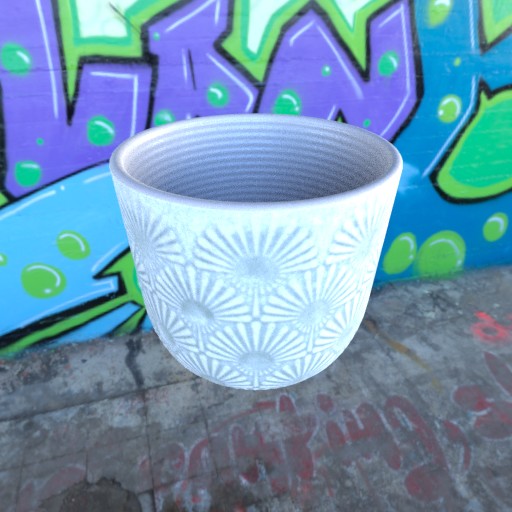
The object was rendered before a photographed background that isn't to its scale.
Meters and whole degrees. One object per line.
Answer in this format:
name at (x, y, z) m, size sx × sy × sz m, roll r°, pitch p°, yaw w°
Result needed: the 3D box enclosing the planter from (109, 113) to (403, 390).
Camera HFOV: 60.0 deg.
planter at (0.000, 0.000, 0.304) m, size 0.170 × 0.152 × 0.170 m, roll 0°, pitch 31°, yaw 0°
